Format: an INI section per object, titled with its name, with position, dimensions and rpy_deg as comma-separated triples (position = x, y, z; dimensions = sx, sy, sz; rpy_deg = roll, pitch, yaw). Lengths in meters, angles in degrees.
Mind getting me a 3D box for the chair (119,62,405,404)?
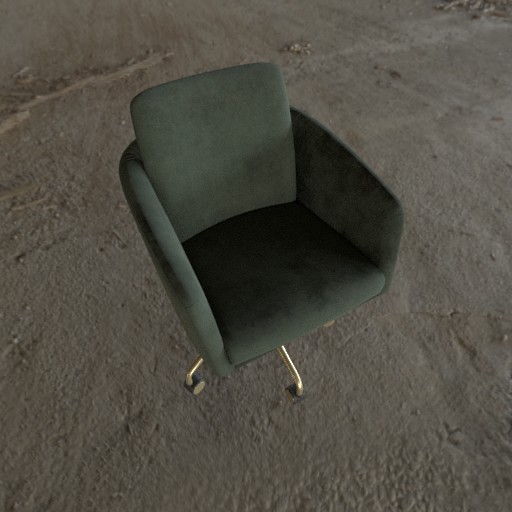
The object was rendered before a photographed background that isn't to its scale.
[chair]
position = 0.000, 0.000, 1.341
dimensions = 0.641, 0.908, 0.635
rpy_deg = -22, 49, -21
